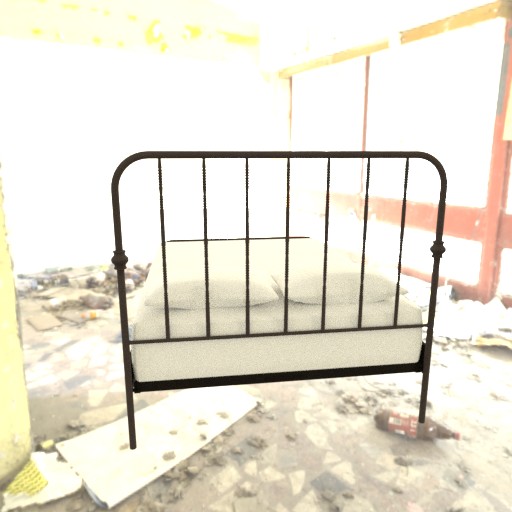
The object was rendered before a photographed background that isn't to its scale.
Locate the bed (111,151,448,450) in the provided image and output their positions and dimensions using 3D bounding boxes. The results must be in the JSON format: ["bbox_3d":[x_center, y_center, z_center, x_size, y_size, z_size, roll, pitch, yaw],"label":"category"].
[{"bbox_3d":[0.000,0.000,3.154,1.616,1.446,2.134,-2,13,-8],"label":"bed"}]
